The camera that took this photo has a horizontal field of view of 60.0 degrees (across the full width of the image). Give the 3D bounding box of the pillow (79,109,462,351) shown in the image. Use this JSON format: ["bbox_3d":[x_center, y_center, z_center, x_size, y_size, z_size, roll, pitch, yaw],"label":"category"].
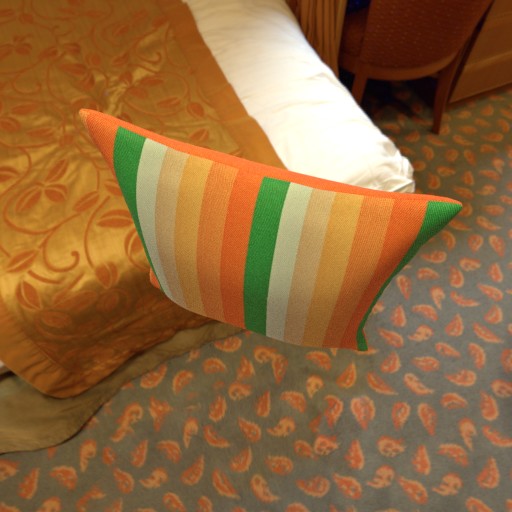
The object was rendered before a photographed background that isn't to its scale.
[{"bbox_3d":[0.000,0.000,0.685,0.453,0.444,0.169,16,60,10],"label":"pillow"}]
